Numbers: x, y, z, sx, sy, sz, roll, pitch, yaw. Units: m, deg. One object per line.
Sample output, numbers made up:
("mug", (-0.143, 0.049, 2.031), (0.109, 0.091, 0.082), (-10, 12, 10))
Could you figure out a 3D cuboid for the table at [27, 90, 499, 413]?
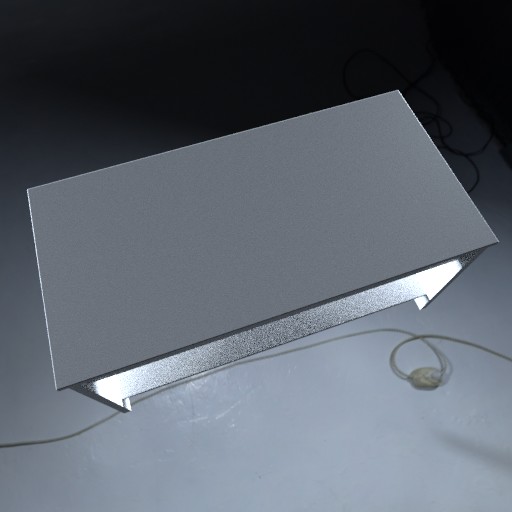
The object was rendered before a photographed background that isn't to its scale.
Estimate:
("table", (0.000, 0.000, 1.240), (1.000, 0.441, 0.500), (-17, 65, -8))
